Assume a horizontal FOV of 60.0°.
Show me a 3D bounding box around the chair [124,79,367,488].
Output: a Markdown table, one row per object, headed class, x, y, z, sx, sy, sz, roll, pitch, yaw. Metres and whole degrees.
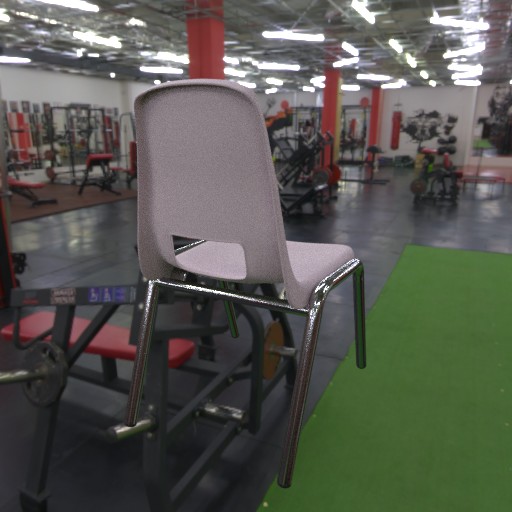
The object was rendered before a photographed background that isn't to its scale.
| class | x | y | z | sx | sy | sz | roll | pitch | yaw |
| --- | --- | --- | --- | --- | --- | --- | --- | --- | --- |
| chair | 0.000 | 0.000 | 0.833 | 0.354 | 0.586 | 0.423 | 8 | 18 | 26 |
